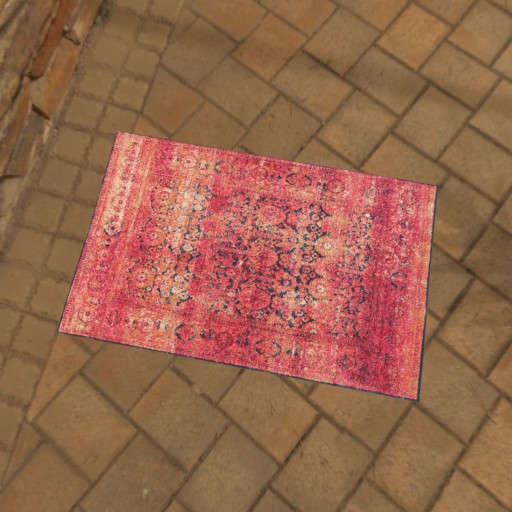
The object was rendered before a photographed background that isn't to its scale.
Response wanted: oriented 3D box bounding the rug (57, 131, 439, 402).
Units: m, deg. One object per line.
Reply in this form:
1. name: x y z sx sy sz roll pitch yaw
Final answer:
1. rug: 0.000 0.000 3.118 2.449 0.018 1.539 10 76 3
